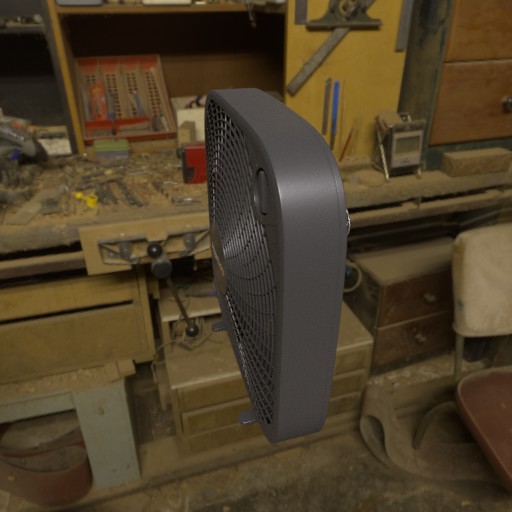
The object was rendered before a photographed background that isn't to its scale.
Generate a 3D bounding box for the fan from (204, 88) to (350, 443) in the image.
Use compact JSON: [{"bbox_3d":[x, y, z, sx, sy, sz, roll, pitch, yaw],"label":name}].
[{"bbox_3d":[0.000,0.000,0.802,0.142,0.533,0.526,-8,32,-13],"label":"fan"}]
